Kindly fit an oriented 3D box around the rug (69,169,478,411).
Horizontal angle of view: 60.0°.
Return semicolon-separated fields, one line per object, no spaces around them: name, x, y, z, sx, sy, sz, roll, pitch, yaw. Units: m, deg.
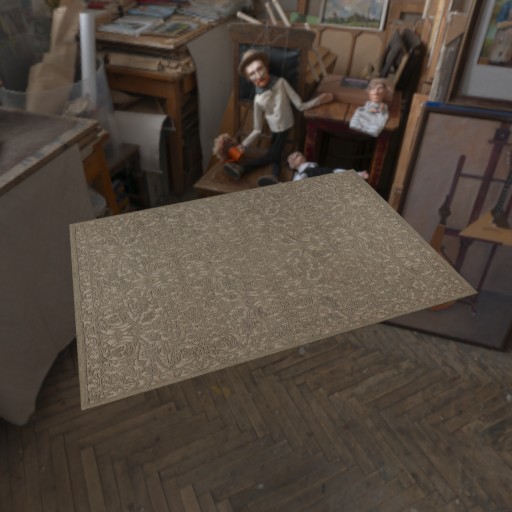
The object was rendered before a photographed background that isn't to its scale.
rug;0.000;0.000;2.330;1.827;0.006;1.221;-13;43;-15
